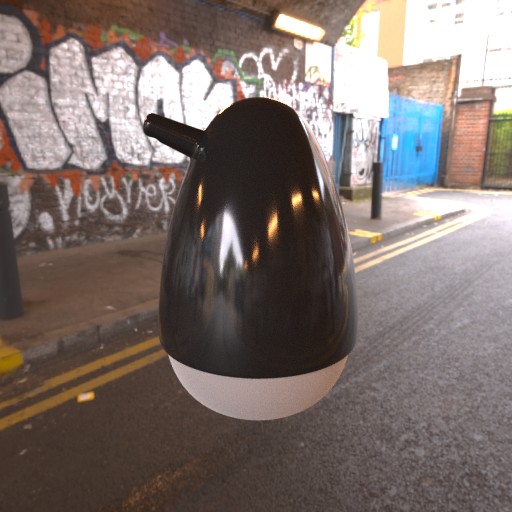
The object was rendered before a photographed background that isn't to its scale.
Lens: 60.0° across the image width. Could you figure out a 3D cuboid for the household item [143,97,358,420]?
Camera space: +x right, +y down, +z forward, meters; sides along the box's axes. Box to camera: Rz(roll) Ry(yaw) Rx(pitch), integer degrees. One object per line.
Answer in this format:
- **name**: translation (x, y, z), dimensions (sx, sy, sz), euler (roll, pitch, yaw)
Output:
- **household item**: translation (0.000, 0.000, 0.223), dimensions (0.104, 0.152, 0.102), euler (-2, 13, -10)
